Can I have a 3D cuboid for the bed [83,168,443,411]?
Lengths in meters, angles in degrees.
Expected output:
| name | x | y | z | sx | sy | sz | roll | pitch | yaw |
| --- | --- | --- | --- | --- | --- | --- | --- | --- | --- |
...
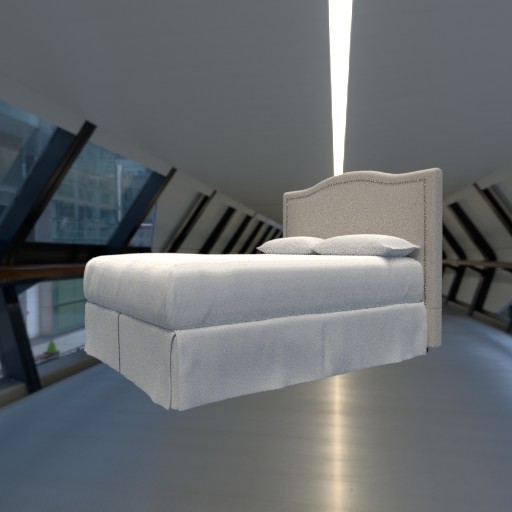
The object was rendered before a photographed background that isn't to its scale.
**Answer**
| name | x | y | z | sx | sy | sz | roll | pitch | yaw |
| --- | --- | --- | --- | --- | --- | --- | --- | --- | --- |
| bed | 0.000 | 0.000 | 3.345 | 2.143 | 1.460 | 1.753 | -1 | 1 | -35 |
